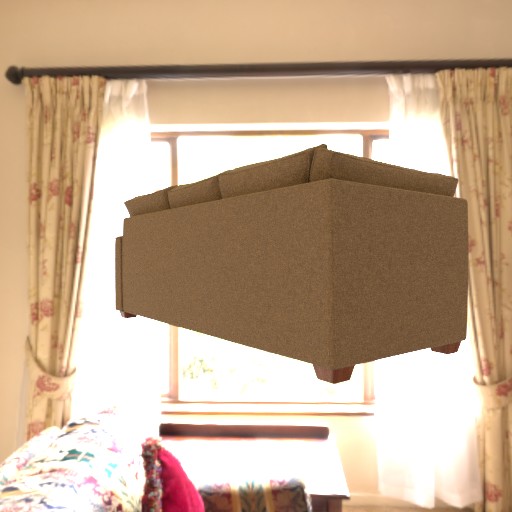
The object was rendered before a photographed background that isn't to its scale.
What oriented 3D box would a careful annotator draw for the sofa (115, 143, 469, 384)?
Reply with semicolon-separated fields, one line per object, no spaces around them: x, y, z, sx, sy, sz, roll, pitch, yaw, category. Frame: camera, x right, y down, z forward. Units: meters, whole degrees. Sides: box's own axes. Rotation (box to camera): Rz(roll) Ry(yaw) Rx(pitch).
0.000;0.000;2.851;1.061;0.962;2.317;0;0;-37;sofa
